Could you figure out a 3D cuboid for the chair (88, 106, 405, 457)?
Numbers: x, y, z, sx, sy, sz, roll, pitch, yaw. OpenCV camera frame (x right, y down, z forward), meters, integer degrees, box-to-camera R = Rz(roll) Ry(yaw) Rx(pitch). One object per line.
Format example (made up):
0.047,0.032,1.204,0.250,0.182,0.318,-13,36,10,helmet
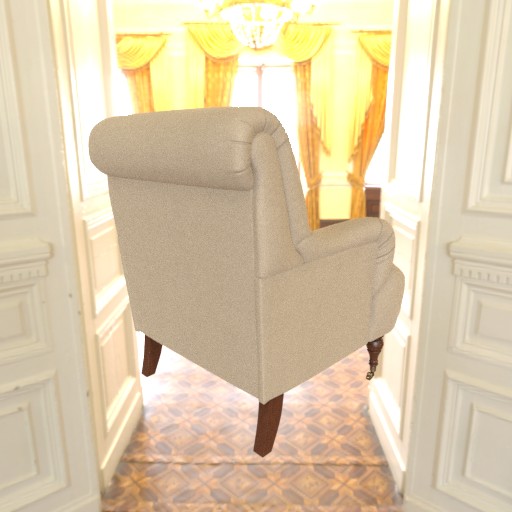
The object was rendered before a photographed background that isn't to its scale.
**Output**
0.000,0.000,1.547,0.842,0.942,0.766,-14,20,-43,chair
